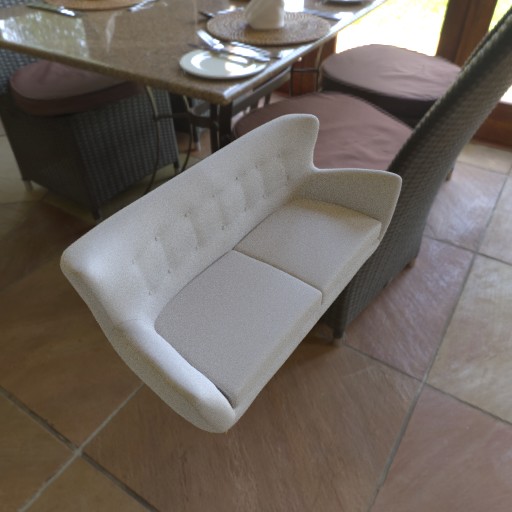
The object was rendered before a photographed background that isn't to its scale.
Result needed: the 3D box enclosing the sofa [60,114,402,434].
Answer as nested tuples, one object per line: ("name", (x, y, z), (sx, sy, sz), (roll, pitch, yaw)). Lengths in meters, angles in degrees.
("sofa", (0.000, 0.000, 2.448), (0.899, 0.890, 1.930), (26, 47, 26))
